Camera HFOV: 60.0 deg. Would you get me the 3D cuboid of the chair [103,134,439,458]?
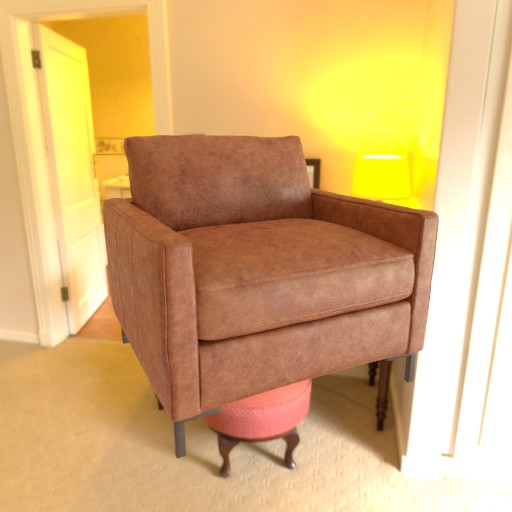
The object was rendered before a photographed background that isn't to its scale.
[{"bbox_3d":[0.000,0.000,1.648,0.967,0.869,0.862,-8,17,-26],"label":"chair"}]
